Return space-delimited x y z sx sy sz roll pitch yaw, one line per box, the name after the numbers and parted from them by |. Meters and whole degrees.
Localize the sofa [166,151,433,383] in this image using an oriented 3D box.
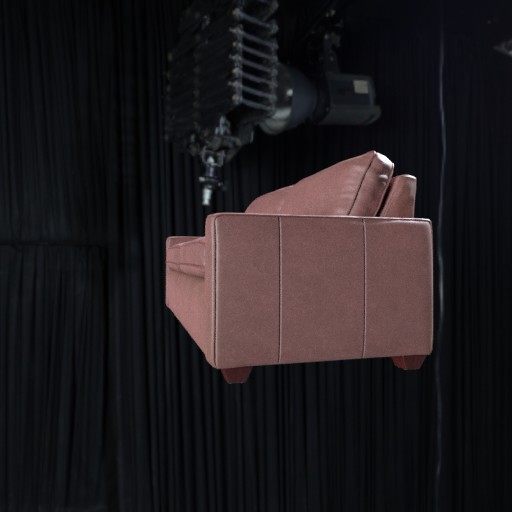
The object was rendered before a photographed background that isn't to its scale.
0.000 0.000 2.625 0.940 0.919 2.080 0 0 -16 | sofa
